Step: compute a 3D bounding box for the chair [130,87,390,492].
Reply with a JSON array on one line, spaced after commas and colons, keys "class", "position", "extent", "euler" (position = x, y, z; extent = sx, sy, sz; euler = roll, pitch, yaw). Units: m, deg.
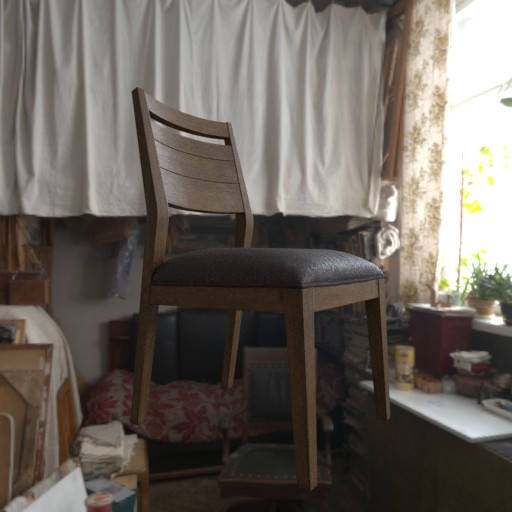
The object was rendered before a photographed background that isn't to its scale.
[{"class": "chair", "position": [0.000, 0.000, 1.259], "extent": [0.610, 0.939, 0.501], "euler": [0, 0, 35]}]
